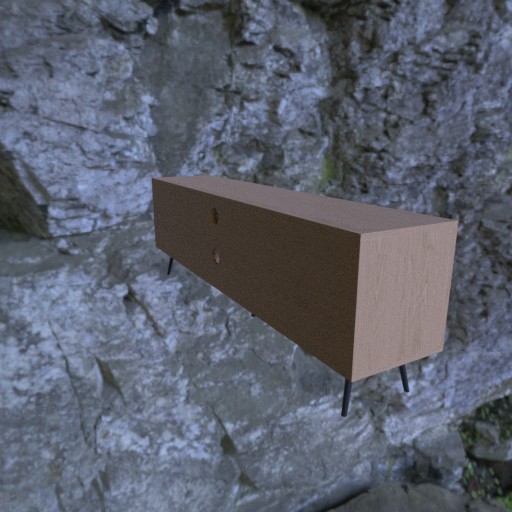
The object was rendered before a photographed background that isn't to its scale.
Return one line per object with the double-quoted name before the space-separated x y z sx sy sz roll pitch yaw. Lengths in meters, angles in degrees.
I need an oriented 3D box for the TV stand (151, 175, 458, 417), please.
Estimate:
"TV stand" 0.000 0.000 2.007 0.400 0.580 1.760 -8 17 -28
